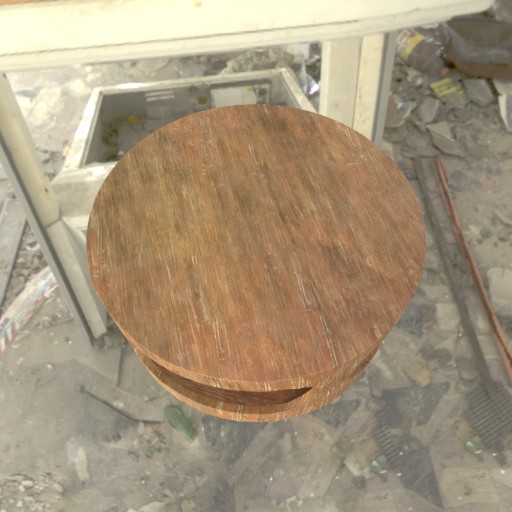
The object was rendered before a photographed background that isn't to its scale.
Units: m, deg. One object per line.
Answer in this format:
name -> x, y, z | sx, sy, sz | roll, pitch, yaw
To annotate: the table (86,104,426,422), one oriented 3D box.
table -> 0.000, 0.000, 1.486 | 0.974, 0.450, 0.974 | 0, 58, 0
